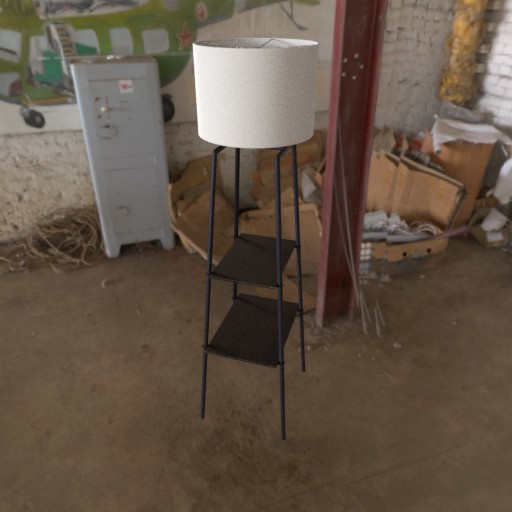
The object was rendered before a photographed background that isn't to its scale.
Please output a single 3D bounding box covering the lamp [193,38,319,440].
[{"bbox_3d":[0.000,0.000,1.694,0.384,1.474,0.427,9,31,15],"label":"lamp"}]
